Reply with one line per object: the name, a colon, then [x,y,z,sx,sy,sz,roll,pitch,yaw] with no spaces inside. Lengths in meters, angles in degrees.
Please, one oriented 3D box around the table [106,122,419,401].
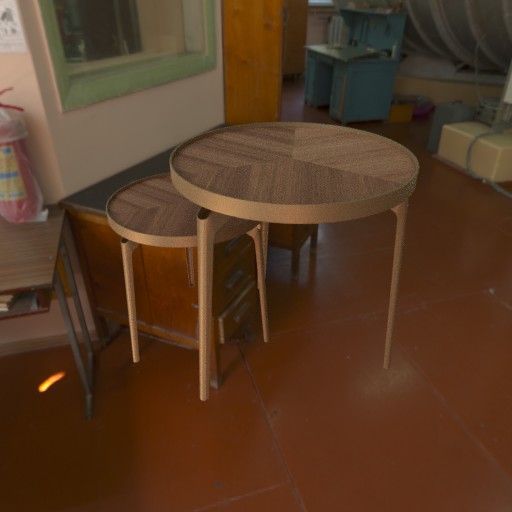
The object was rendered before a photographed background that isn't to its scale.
table: [0.000,0.000,1.136,0.751,0.555,0.532,9,33,15]
